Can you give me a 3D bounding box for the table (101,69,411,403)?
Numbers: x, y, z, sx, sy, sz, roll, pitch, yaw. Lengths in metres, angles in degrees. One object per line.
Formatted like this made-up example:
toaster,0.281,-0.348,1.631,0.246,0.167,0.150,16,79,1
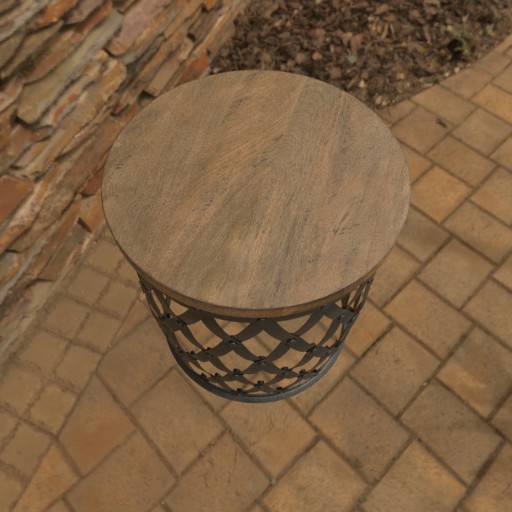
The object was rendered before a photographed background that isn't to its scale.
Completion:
table,0.000,0.000,0.780,0.405,0.454,0.405,0,59,0
